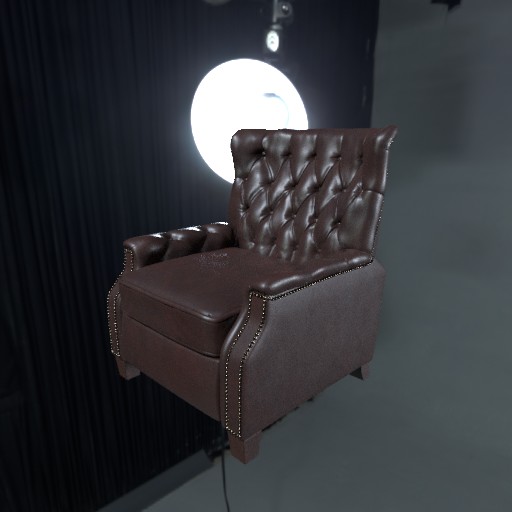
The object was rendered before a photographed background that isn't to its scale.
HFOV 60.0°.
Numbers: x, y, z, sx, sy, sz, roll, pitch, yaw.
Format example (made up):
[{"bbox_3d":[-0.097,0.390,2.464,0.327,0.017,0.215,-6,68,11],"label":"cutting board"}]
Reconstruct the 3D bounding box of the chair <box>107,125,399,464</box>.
[{"bbox_3d":[0.000,0.000,1.526,0.709,0.864,0.823,15,21,42],"label":"chair"}]
